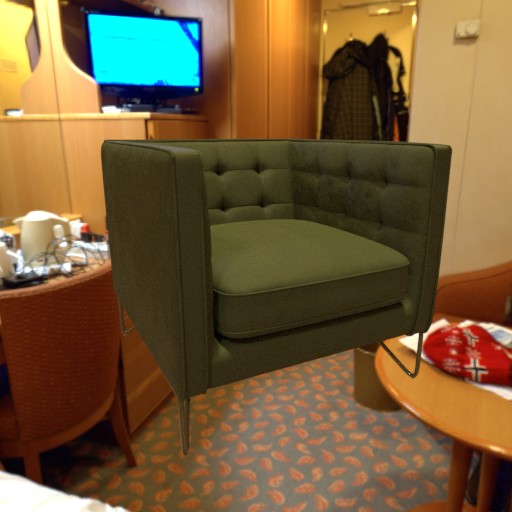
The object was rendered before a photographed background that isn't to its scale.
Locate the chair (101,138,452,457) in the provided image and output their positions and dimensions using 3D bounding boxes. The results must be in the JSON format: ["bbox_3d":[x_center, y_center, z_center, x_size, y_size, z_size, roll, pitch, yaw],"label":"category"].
[{"bbox_3d":[0.000,0.000,1.568,0.880,0.790,0.894,-8,18,-26],"label":"chair"}]
